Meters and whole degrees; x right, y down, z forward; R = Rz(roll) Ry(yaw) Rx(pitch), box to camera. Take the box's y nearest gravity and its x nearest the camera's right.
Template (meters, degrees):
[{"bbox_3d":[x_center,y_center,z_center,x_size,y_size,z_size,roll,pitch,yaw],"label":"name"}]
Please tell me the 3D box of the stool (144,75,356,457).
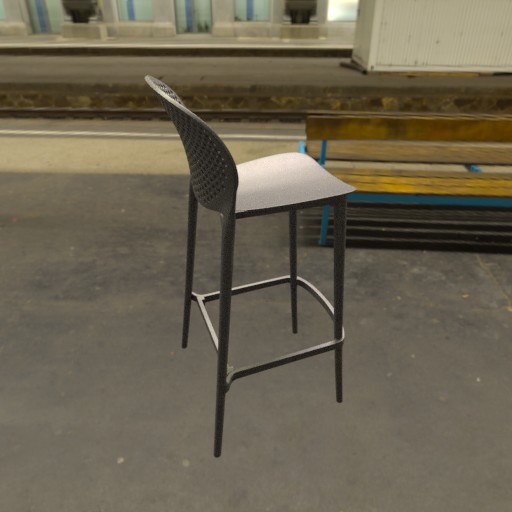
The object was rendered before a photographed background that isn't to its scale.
[{"bbox_3d":[0.000,0.000,1.363,0.535,1.045,0.536,-10,32,-16],"label":"stool"}]
